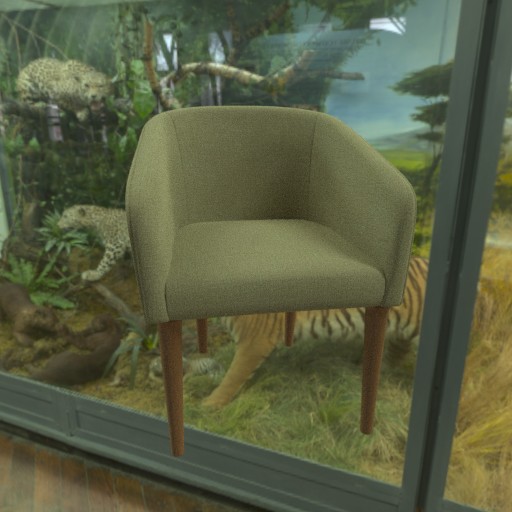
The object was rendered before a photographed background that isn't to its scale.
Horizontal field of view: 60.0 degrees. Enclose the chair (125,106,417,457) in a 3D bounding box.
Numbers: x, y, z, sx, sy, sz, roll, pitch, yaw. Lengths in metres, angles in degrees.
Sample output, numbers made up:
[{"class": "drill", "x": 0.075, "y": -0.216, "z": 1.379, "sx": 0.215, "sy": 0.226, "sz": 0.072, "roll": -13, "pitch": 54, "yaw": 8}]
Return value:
[{"class": "chair", "x": 0.000, "y": 0.000, "z": 1.189, "sx": 0.584, "sy": 0.775, "sz": 0.616, "roll": -3, "pitch": 18, "yaw": -9}]
